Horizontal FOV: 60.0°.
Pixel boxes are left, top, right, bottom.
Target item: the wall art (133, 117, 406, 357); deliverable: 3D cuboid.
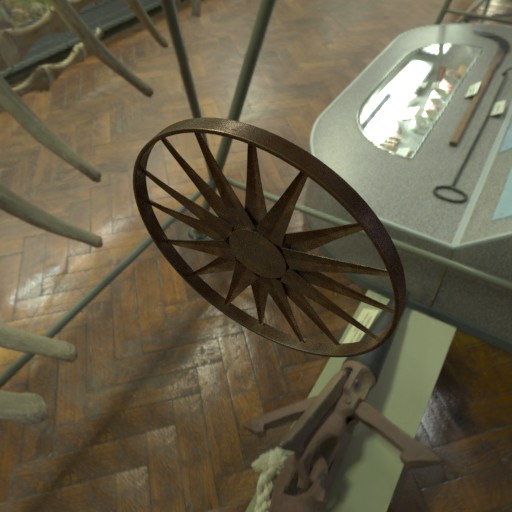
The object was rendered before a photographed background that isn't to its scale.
[{"bbox_3d":[0.000,0.000,0.873,0.582,0.583,0.084,24,51,21],"label":"wall art"}]
